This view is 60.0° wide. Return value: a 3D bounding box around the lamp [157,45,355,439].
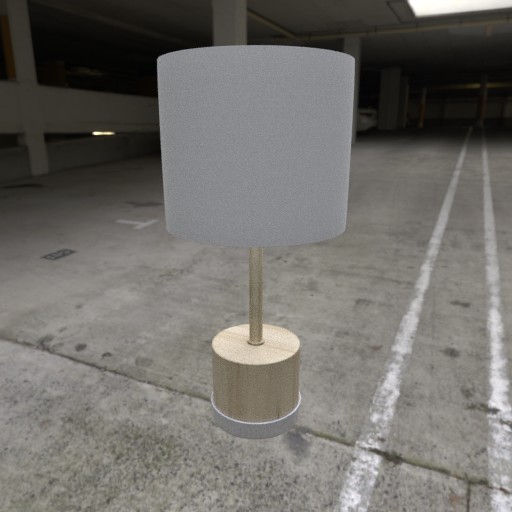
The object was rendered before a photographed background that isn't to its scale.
[{"bbox_3d":[0.000,0.000,0.584,0.229,0.470,0.229,7,18,24],"label":"lamp"}]
